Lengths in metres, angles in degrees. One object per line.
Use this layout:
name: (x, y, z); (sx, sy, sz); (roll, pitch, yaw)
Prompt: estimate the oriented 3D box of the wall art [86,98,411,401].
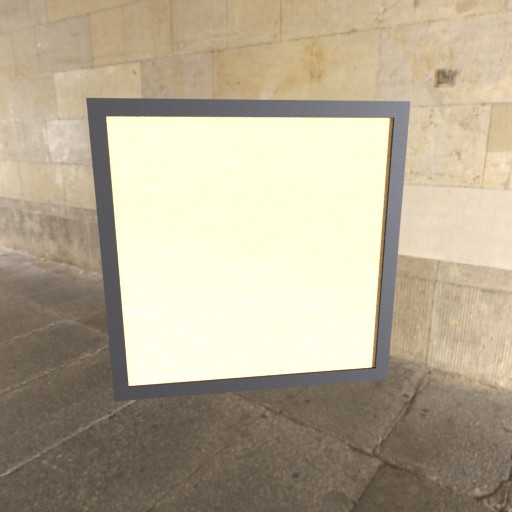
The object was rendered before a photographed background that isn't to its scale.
wall art: (0.000, 0.000, 0.534); (0.356, 0.356, 0.013); (-2, 15, -8)
